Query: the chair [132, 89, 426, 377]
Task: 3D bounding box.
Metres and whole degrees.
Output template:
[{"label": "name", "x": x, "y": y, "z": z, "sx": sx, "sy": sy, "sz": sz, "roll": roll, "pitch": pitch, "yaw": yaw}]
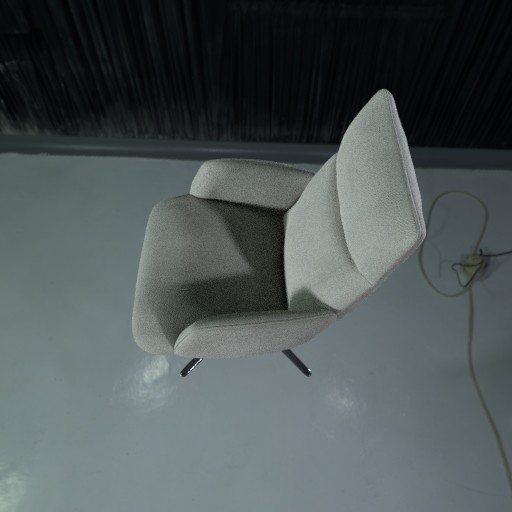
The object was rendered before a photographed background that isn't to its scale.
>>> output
[{"label": "chair", "x": 0.000, "y": 0.000, "z": 1.582, "sx": 0.889, "sy": 1.016, "sz": 0.711, "roll": 0, "pitch": 58, "yaw": 0}]
